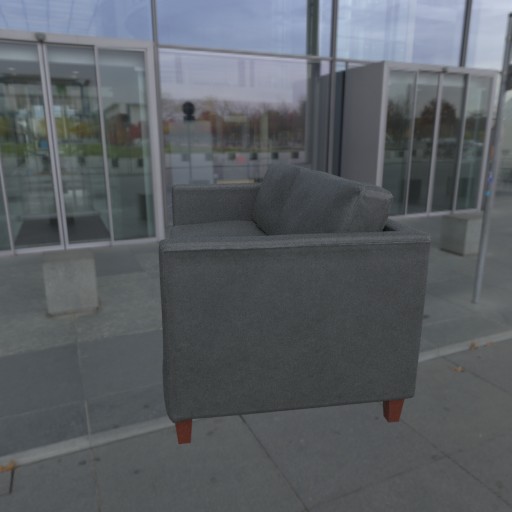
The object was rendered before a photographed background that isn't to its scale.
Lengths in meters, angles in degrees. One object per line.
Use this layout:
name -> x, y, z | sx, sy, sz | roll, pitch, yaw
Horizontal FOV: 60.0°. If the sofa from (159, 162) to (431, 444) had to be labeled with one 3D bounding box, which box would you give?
sofa -> 0.000, 0.000, 2.391 | 0.951, 0.933, 1.883 | -2, 15, -9
